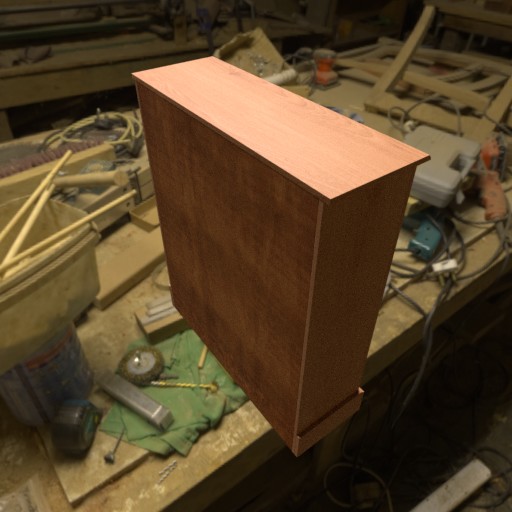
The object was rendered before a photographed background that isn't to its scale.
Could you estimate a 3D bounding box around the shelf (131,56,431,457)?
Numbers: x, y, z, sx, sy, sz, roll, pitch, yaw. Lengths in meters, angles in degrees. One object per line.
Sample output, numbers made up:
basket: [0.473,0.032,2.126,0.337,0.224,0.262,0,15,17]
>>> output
shelf: [0.000,0.000,1.427,0.291,0.980,0.840,-25,46,-27]
